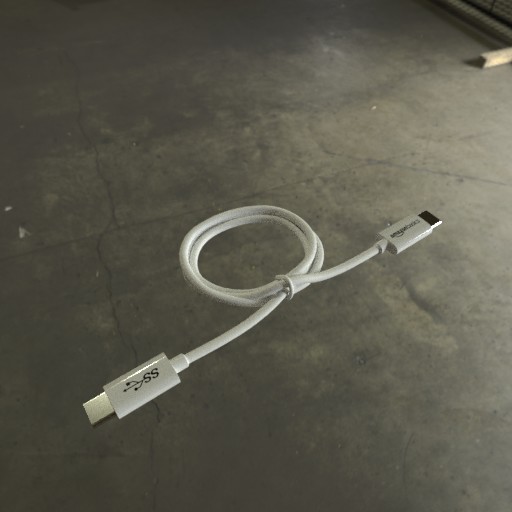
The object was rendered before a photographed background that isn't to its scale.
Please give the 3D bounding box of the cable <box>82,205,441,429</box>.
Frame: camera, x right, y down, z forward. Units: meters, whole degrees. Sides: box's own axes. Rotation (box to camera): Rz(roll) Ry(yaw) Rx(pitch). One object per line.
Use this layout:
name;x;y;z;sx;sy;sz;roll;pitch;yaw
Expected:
cable;0.000;0.000;0.208;0.186;0.014;0.070;-28;54;-22
